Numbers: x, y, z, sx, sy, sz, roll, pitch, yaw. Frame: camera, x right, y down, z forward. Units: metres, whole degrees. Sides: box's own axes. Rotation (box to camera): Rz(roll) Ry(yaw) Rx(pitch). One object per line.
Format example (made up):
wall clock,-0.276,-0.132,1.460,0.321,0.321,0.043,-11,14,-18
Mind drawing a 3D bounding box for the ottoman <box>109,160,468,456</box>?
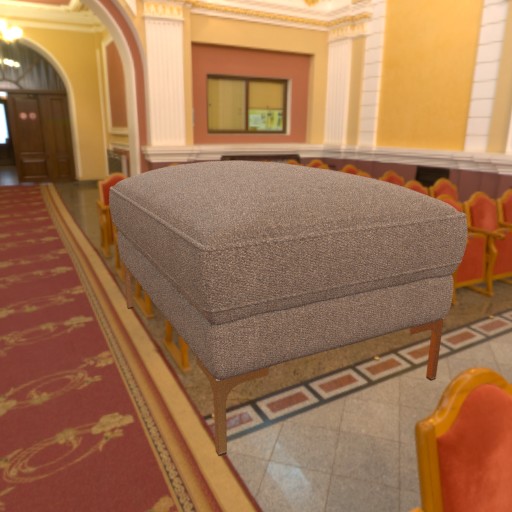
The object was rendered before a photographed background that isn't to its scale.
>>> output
ottoman,0.000,0.000,1.146,0.583,0.464,0.785,-8,18,-26
